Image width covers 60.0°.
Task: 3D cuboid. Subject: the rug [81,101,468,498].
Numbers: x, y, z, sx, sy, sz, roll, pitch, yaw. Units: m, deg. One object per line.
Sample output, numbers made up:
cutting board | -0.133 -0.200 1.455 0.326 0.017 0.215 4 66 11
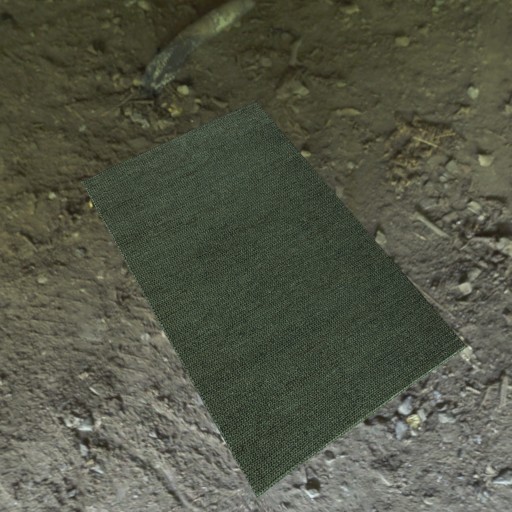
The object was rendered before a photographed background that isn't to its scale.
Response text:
rug | 0.000 0.000 3.001 1.538 0.021 2.443 -29 67 -14
